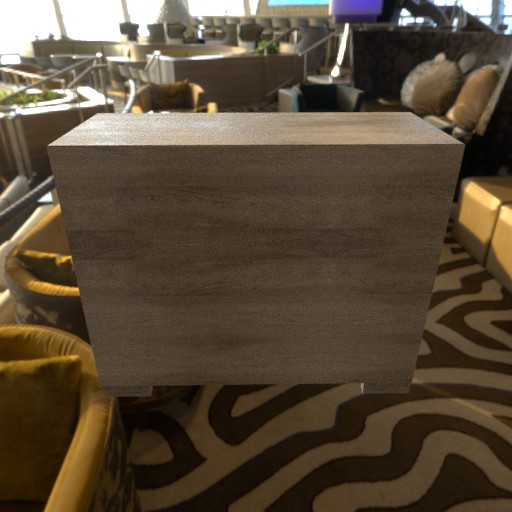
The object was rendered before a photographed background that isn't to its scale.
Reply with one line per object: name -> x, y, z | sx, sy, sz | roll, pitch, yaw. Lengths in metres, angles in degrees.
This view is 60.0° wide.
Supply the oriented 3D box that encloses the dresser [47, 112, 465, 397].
dresser -> 0.000, 0.000, 1.423 | 0.994, 0.816, 0.404 | 0, 28, -1
